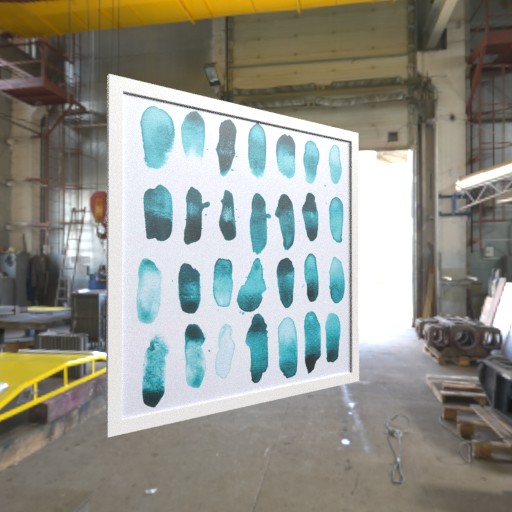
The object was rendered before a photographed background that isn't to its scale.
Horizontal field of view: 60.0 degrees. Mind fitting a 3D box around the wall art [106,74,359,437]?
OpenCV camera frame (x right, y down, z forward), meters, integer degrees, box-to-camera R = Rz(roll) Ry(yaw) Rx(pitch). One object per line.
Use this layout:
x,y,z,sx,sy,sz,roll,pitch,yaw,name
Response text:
0.000,0.000,0.843,0.558,0.559,0.009,0,-1,-35,wall art
